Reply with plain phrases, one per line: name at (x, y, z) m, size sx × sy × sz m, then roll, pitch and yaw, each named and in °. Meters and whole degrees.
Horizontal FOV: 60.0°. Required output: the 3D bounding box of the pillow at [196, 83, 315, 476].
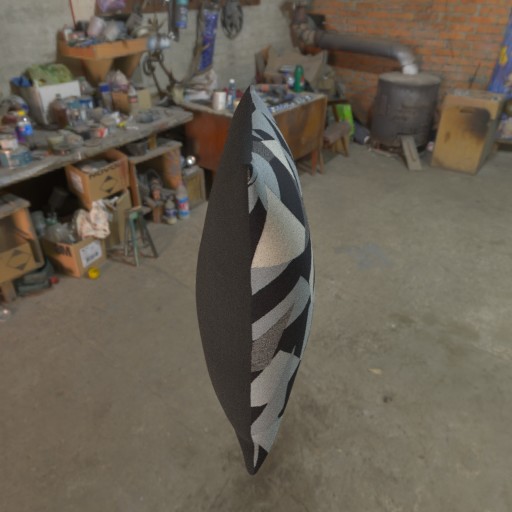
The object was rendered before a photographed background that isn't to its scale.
pillow at (0.000, 0.000, 0.770) m, size 0.208 × 0.496 × 0.503 m, roll 0°, pitch 31°, yaw 0°
